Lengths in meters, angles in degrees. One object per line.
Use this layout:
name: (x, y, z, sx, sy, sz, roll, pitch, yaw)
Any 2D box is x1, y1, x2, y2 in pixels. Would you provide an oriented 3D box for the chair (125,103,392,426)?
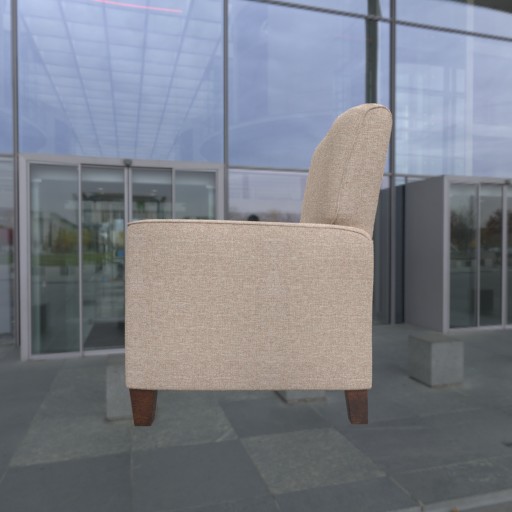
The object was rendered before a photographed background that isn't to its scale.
chair: (0.000, 0.000, 1.726, 0.858, 1.028, 0.841, 0, 1, -1)
